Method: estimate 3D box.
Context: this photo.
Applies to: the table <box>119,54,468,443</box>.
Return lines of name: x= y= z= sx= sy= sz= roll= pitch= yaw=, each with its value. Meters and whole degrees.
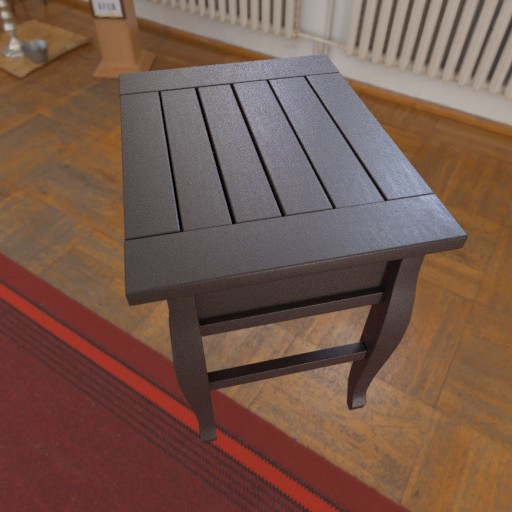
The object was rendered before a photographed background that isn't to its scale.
table: x=0.000 y=0.000 z=0.989 sx=0.460 sy=0.605 sz=0.602 roll=-9 pitch=48 yaw=-9
